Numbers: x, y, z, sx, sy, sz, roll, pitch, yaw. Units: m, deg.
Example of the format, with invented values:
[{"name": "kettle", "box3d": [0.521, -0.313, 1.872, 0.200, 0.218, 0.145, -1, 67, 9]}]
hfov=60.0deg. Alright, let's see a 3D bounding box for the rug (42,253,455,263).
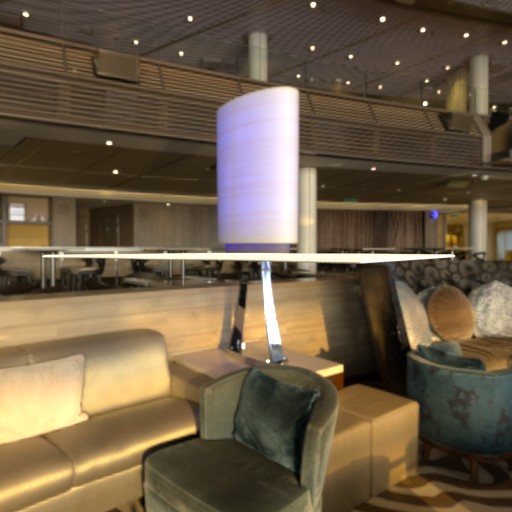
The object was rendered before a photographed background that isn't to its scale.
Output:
[{"name": "rug", "box3d": [0.000, 0.000, 4.202, 3.066, 0.030, 2.462, 1, 1, 34]}]
